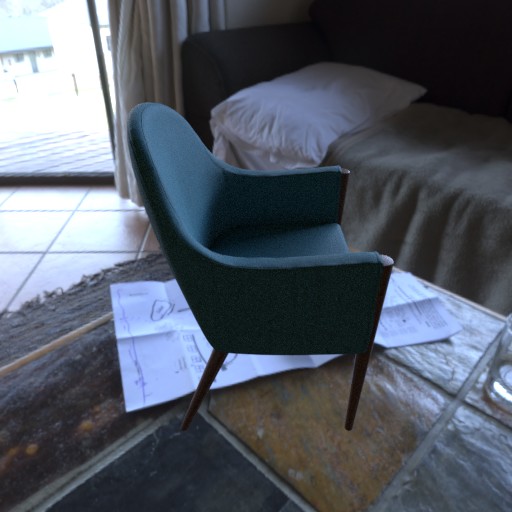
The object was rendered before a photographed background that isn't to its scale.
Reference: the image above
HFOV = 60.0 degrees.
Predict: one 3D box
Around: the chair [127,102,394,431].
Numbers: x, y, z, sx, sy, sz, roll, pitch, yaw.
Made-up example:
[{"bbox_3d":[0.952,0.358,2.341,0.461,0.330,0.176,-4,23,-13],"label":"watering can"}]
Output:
[{"bbox_3d":[0.000,0.000,1.385,0.652,0.907,0.656,0,32,0],"label":"chair"}]
